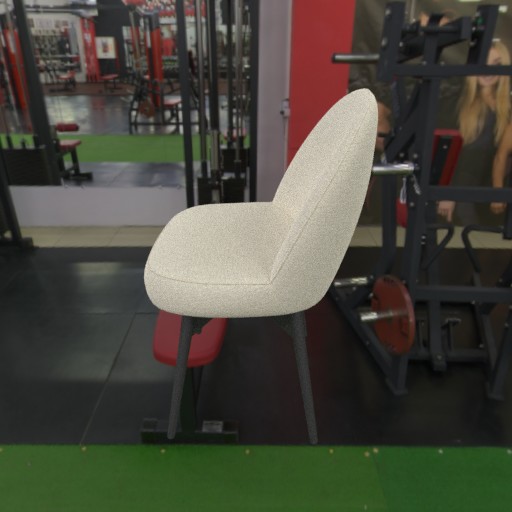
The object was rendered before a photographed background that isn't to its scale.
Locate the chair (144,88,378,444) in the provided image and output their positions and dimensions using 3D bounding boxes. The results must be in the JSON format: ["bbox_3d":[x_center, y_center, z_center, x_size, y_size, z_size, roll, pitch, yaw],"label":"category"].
[{"bbox_3d":[0.000,0.000,1.181,0.540,0.838,0.532,1,26,2],"label":"chair"}]
